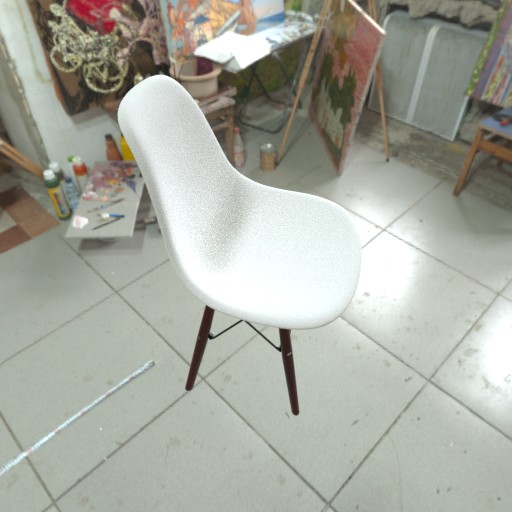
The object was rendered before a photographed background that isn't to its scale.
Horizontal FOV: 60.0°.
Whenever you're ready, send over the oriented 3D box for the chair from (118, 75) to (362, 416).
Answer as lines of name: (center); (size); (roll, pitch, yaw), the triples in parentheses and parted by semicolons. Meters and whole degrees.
chair: (0.000, 0.000, 1.150); (0.533, 0.826, 0.470); (11, 46, 11)
